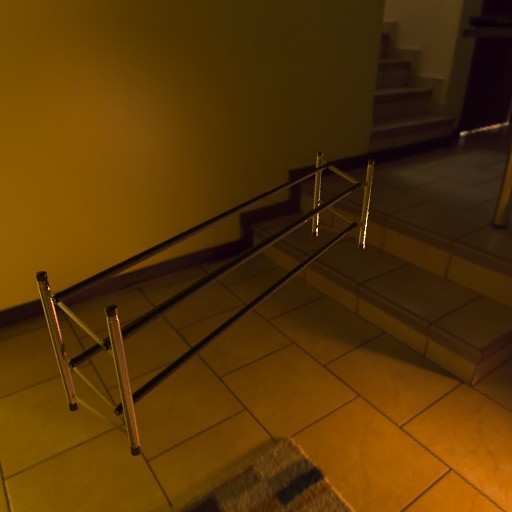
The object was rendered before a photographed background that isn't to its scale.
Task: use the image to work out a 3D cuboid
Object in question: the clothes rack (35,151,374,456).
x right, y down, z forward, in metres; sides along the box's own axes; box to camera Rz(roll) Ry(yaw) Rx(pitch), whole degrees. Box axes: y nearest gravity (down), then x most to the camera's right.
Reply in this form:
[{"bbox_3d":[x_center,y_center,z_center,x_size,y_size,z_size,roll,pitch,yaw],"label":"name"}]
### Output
[{"bbox_3d":[0.000,0.000,1.290,0.229,0.349,1.168,18,32,31],"label":"clothes rack"}]
